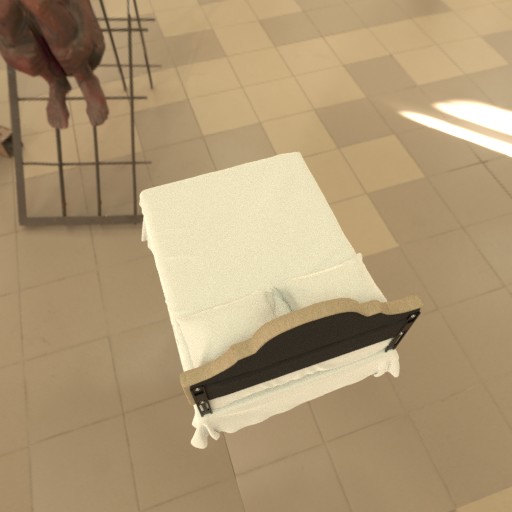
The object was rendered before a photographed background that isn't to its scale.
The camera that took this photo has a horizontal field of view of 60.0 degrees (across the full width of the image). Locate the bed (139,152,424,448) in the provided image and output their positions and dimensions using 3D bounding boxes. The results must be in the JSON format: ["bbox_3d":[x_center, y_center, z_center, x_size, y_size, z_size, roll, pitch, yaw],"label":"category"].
[{"bbox_3d":[0.000,0.000,3.531,1.780,1.634,2.222,-16,59,-10],"label":"bed"}]
